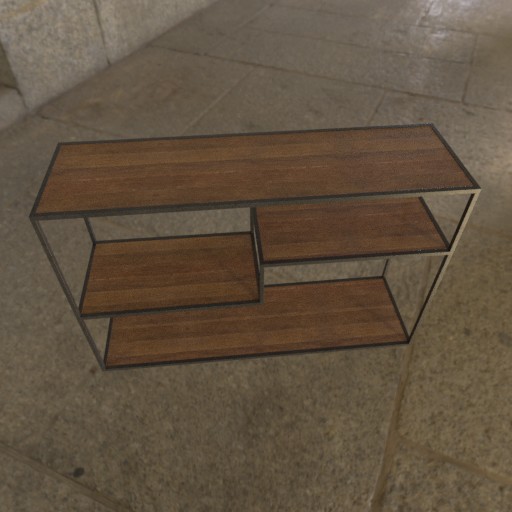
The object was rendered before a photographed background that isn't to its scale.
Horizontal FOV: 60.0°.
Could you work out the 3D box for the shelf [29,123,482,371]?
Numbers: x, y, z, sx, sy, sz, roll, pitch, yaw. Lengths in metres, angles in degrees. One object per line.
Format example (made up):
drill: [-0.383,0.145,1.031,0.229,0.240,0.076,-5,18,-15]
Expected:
shelf: [0.000,0.000,1.564,1.201,0.765,0.361,-4,46,-4]
